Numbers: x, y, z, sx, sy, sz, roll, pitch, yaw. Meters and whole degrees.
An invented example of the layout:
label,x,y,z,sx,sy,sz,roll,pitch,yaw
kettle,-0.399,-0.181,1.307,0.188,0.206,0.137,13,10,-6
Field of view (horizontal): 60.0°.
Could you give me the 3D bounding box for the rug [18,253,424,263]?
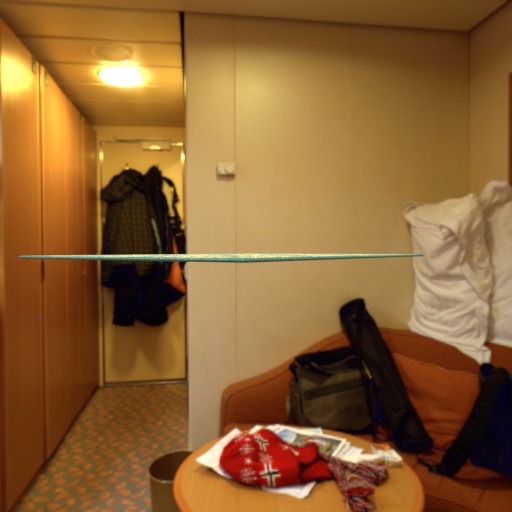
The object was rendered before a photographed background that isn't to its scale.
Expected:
label,x,y,z,sx,sy,sz,roll,pitch,yaw
rug,0.000,0.000,3.476,1.830,0.018,2.769,0,1,35
